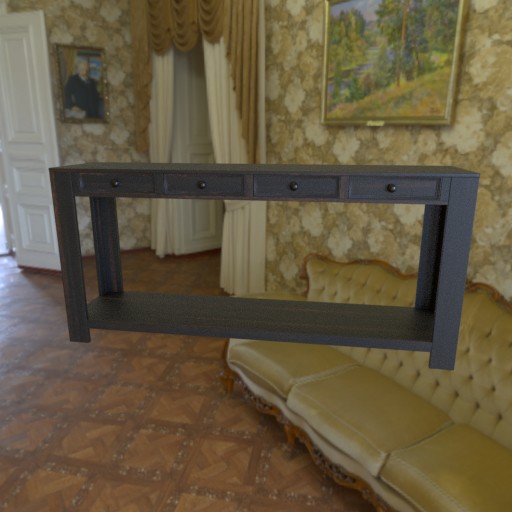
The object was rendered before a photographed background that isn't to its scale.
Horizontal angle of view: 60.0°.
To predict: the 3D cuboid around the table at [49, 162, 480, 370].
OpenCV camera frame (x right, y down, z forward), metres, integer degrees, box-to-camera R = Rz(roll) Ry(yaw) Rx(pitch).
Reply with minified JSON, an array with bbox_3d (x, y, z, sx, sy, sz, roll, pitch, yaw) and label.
[{"bbox_3d":[0.000,0.000,1.929,1.631,0.762,0.384,2,16,8],"label":"table"}]
